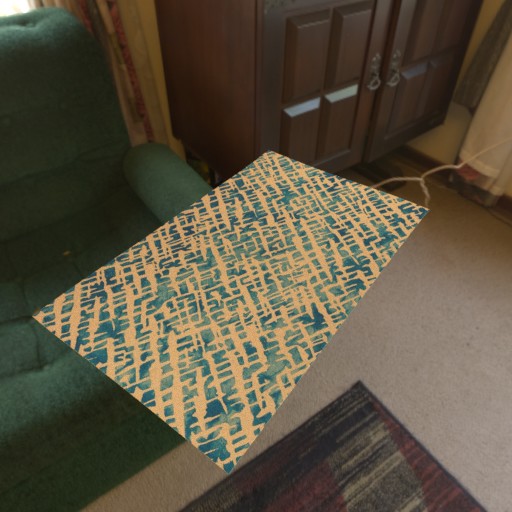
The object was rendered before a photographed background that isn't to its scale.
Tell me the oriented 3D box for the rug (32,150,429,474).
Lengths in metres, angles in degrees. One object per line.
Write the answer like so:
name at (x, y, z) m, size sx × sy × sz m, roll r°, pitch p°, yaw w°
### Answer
rug at (0.000, 0.000, 3.037) m, size 1.520 × 0.011 × 2.447 m, roll 27°, pitch 49°, yaw 26°
